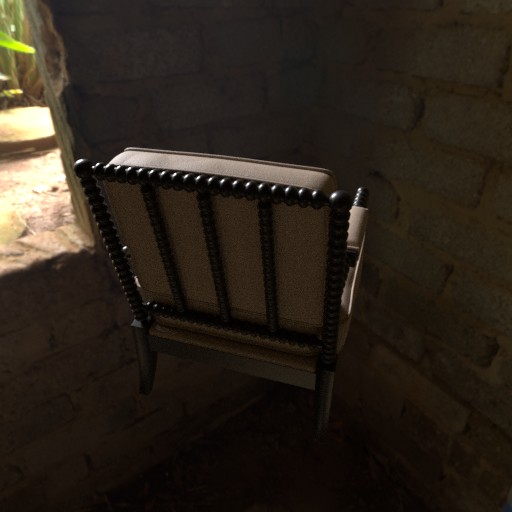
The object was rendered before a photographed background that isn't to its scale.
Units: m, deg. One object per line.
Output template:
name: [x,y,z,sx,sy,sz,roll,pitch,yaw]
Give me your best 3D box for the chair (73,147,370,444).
chair: [0.000,0.000,1.198,0.555,0.703,0.657,10,33,15]
